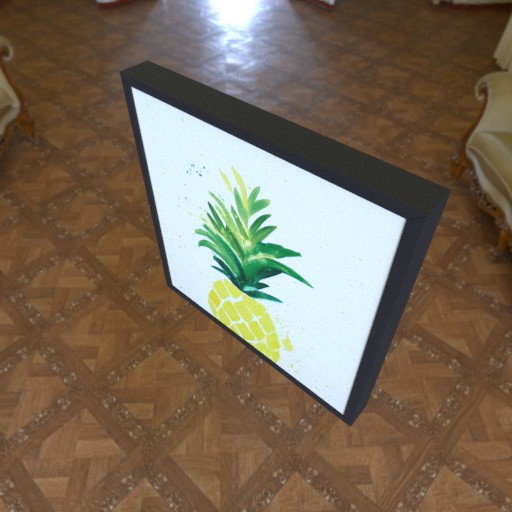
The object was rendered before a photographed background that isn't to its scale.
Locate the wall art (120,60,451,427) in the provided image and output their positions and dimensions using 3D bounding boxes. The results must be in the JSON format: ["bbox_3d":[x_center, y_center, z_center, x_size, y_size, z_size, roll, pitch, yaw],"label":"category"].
[{"bbox_3d":[0.000,0.000,0.454,0.305,0.304,0.033,32,54,27],"label":"wall art"}]
